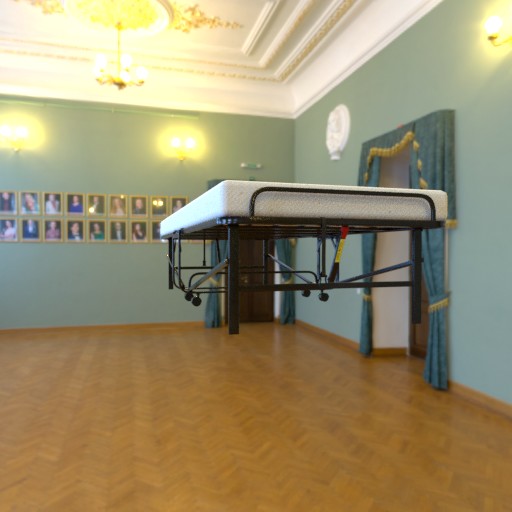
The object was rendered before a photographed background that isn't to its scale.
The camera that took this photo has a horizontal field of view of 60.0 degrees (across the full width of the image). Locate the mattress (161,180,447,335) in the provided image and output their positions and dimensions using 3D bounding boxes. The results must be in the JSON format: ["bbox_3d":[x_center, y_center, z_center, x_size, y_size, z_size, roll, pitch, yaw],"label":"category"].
[{"bbox_3d":[0.000,0.000,2.544,0.922,0.519,2.153,0,1,-17],"label":"mattress"}]
